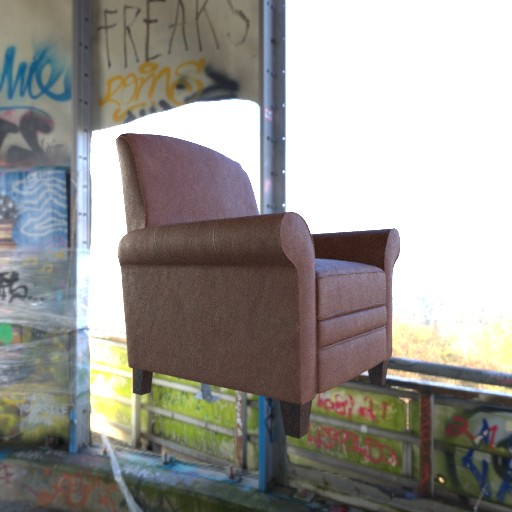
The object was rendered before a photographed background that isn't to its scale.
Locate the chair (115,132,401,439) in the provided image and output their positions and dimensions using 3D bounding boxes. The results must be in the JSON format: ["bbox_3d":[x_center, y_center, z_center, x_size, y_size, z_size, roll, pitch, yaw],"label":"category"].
[{"bbox_3d":[0.000,0.000,1.808,0.902,1.061,0.978,0,0,36],"label":"chair"}]
